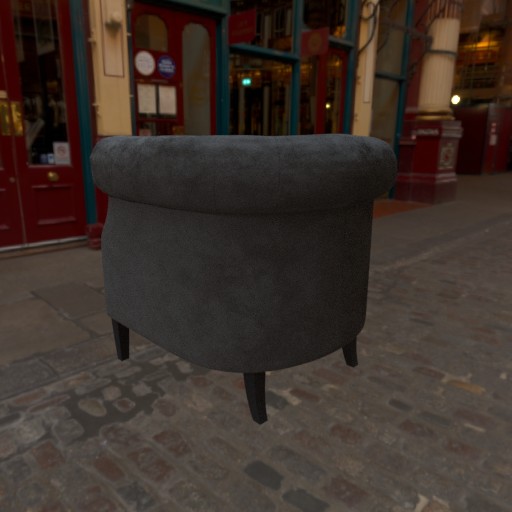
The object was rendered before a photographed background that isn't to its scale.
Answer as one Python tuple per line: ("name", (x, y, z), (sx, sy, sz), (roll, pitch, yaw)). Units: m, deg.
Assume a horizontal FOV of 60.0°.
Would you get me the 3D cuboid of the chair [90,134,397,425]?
("chair", (0.000, 0.000, 1.564), (0.904, 0.826, 0.851), (-14, 20, -42))
